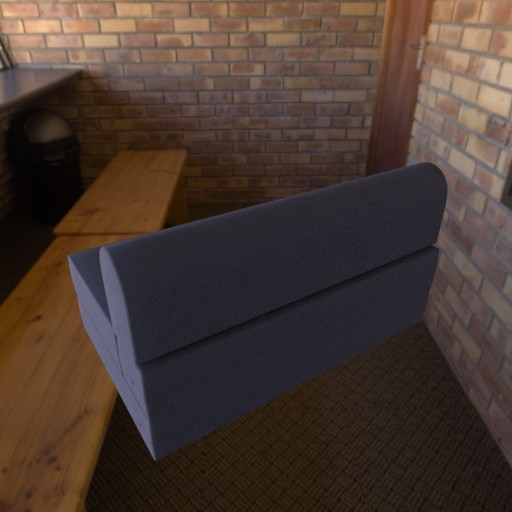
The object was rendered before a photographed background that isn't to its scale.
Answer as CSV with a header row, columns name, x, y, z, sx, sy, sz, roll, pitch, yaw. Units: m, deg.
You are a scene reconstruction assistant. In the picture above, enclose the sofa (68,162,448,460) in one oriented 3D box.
name,x,y,z,sx,sy,sz,roll,pitch,yaw
sofa,0.000,0.000,1.689,1.219,0.660,0.762,-18,34,-29
